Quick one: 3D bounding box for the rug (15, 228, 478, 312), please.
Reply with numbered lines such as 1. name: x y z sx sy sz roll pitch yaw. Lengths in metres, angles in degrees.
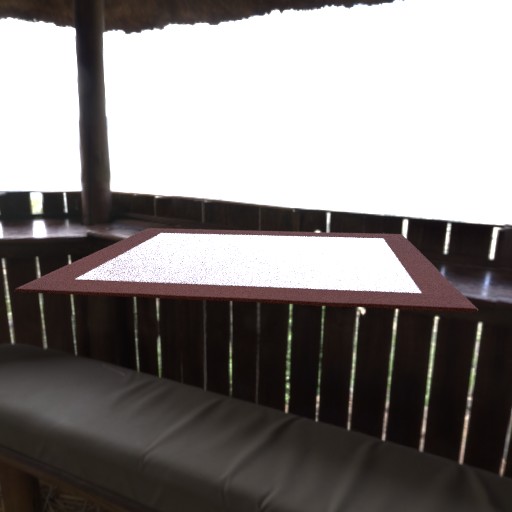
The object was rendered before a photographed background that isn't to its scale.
1. rug: 0.000 0.000 3.962 2.976 0.018 2.430 2 14 7
